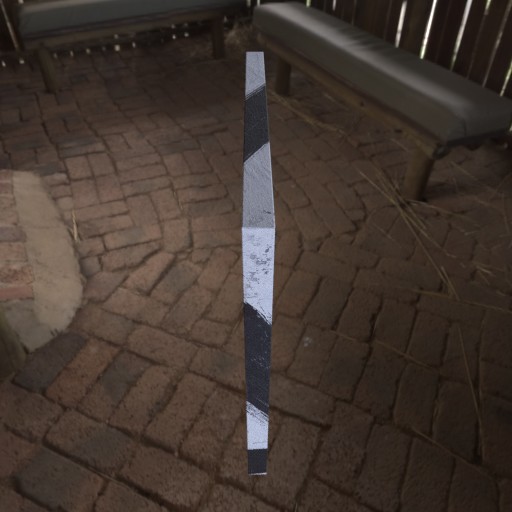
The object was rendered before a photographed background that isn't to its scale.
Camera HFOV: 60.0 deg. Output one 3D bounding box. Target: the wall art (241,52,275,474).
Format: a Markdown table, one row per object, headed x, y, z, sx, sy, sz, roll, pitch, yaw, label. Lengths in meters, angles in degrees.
| x | y | z | sx | sy | sz | roll | pitch | yaw | label |
| --- | --- | --- | --- | --- | --- | --- | --- | --- | --- |
| 0.000 | 0.000 | 1.133 | 0.046 | 0.765 | 0.765 | 0 | 41 | 0 | wall art |
